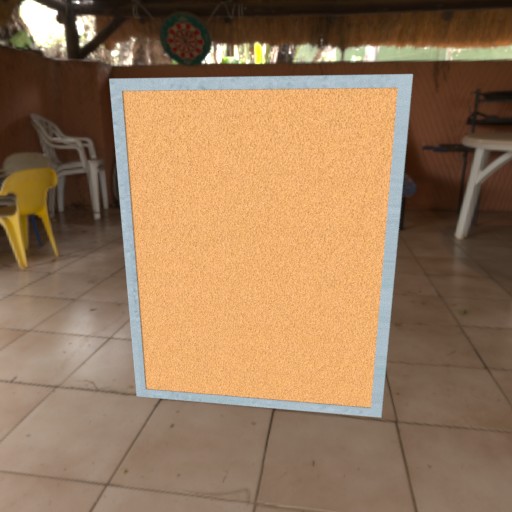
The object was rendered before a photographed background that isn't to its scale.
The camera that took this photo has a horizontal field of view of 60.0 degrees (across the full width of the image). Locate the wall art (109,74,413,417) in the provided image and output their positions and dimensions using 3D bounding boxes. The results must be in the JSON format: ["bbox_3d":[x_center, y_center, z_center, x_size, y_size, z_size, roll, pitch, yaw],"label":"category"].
[{"bbox_3d":[0.000,0.000,0.679,0.409,0.509,0.037,2,16,8],"label":"wall art"}]
